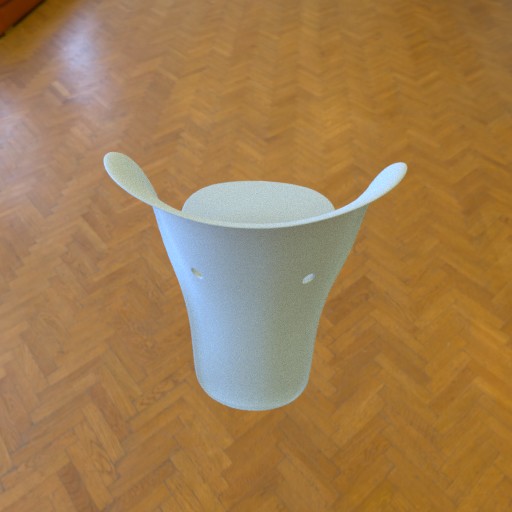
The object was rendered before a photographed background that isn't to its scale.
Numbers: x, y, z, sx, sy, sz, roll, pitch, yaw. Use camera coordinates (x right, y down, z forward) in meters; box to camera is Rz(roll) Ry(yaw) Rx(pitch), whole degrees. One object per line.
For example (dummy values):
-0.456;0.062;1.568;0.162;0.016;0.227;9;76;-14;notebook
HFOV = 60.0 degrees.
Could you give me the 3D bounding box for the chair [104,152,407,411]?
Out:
0.000;0.000;0.864;0.451;0.554;0.402;3;48;2;chair
